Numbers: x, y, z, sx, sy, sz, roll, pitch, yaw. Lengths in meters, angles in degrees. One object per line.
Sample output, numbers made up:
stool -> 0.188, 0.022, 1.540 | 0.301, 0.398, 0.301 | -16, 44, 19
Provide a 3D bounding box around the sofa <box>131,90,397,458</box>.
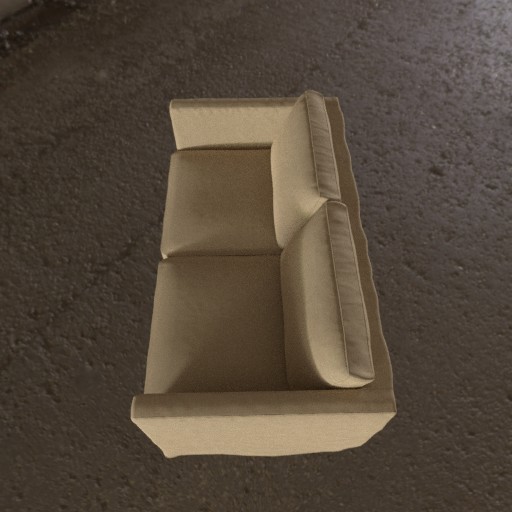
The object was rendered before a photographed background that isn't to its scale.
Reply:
sofa -> 0.000, 0.000, 2.209 | 0.962, 0.835, 1.719 | -1, 57, -1
